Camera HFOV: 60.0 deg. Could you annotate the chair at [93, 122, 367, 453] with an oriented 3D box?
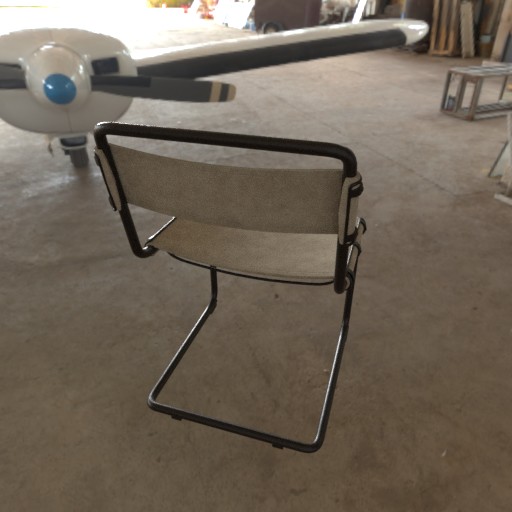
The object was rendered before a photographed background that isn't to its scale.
[{"bbox_3d":[0.000,0.000,1.100,0.499,0.747,0.497,9,33,15],"label":"chair"}]
